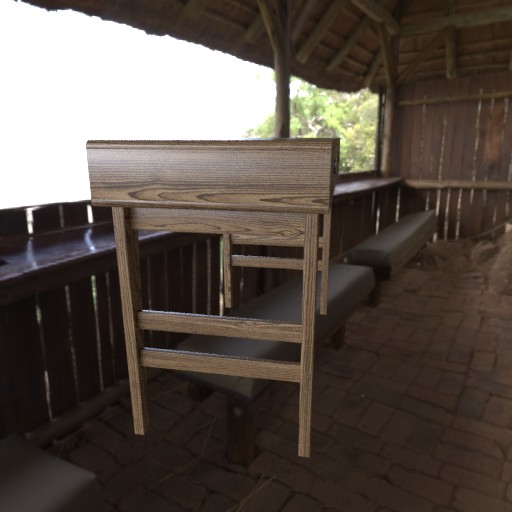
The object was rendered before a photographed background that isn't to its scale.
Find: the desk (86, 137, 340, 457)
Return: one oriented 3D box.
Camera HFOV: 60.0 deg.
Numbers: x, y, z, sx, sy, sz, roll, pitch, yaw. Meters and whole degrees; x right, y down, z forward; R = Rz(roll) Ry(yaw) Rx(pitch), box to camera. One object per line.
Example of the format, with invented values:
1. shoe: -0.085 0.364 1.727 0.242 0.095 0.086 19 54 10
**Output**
1. desk: 0.000 0.000 1.472 0.508 0.755 1.067 3 15 11
